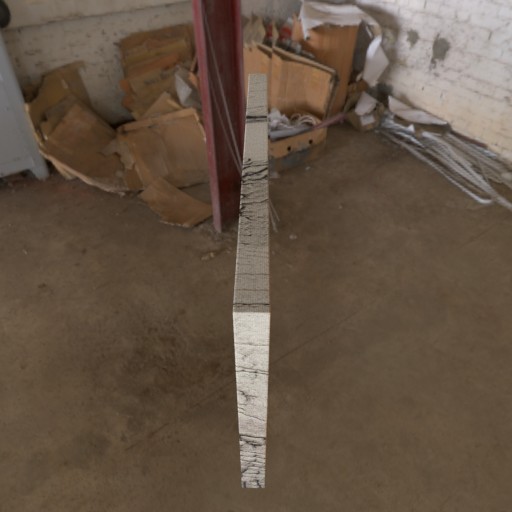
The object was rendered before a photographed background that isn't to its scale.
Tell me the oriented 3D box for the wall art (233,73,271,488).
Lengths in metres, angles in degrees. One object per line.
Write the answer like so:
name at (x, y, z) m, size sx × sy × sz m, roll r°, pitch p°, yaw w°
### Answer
wall art at (0.000, 0.000, 0.773) m, size 0.035 × 0.407 × 0.613 m, roll 0°, pitch 42°, yaw 1°
